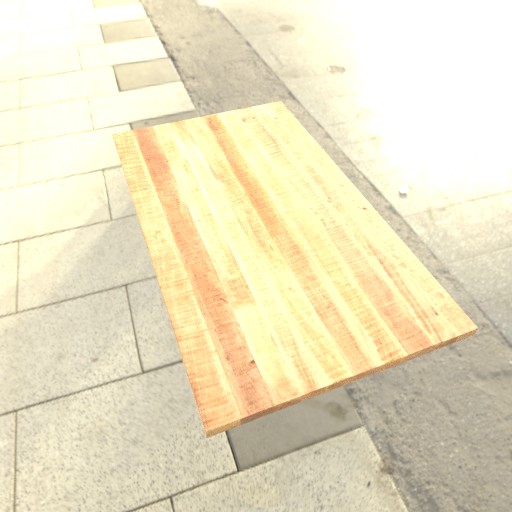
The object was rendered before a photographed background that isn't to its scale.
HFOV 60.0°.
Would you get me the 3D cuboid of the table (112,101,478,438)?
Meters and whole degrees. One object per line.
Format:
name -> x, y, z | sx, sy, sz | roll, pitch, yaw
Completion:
table -> 0.000, 0.000, 1.674 | 0.760, 0.455, 1.320 | -16, 49, -14
